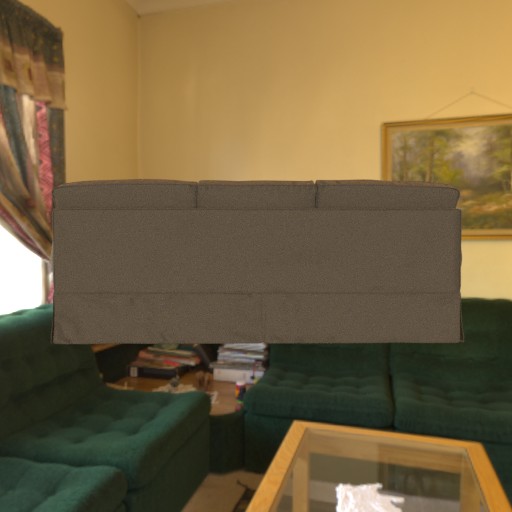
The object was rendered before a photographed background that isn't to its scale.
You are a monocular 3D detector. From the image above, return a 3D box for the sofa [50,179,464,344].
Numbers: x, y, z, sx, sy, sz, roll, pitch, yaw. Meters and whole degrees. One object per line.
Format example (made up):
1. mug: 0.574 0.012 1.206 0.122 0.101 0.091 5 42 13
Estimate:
1. sofa: 0.000 0.000 3.414 2.475 0.978 1.733 0 2 -1
